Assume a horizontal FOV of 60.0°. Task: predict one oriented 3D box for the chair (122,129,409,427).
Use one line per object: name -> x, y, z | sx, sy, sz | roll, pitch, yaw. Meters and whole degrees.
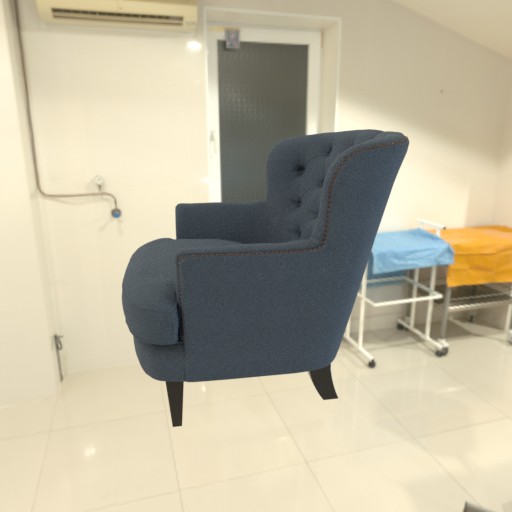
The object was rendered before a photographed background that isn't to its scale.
chair -> 0.000, 0.000, 1.579 | 0.906, 0.868, 0.848 | -3, 16, -9
